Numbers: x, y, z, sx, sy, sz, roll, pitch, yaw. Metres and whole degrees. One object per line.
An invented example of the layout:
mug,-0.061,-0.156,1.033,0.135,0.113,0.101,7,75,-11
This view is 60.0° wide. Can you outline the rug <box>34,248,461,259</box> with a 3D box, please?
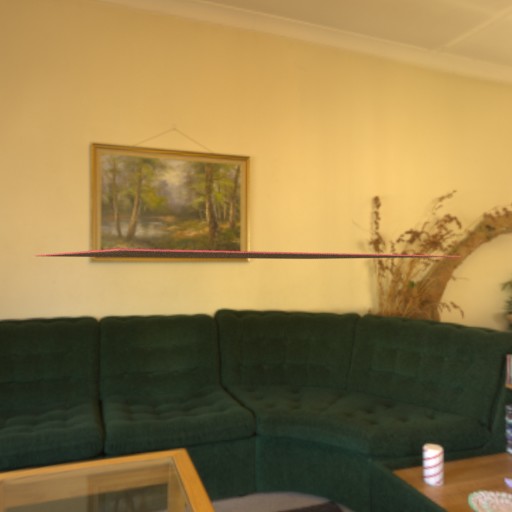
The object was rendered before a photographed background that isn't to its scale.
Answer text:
rug,0.000,0.000,2.973,2.423,0.010,1.534,1,-1,-37
